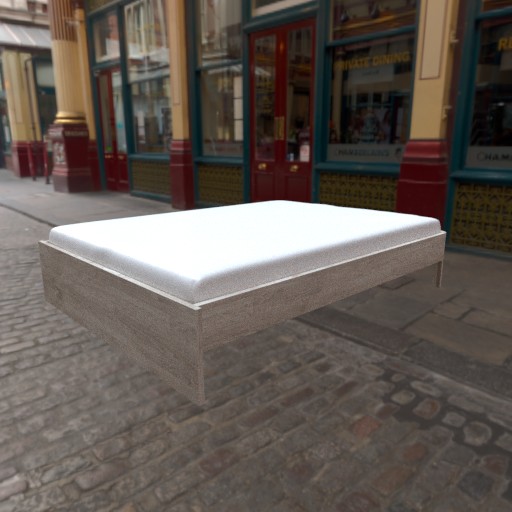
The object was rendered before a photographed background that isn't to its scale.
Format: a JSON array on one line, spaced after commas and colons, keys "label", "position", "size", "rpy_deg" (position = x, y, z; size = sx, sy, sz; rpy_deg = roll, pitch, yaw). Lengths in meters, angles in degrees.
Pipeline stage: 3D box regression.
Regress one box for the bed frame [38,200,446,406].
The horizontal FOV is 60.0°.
[{"label": "bed frame", "position": [0.000, 0.000, 2.636], "size": [1.950, 0.462, 1.490], "rpy_deg": [-13, 19, -42]}]
